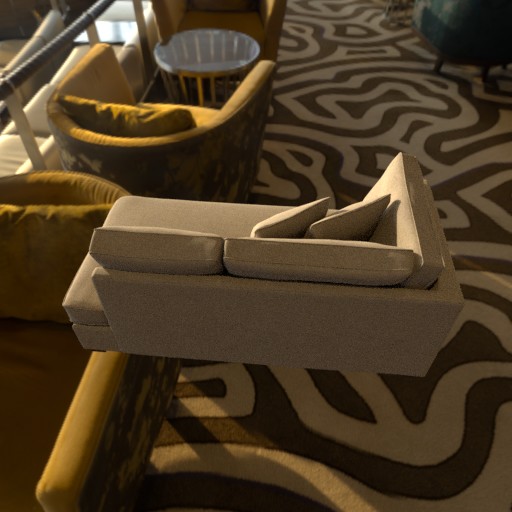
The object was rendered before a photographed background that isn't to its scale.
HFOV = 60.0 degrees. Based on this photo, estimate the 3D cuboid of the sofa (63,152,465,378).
[{"bbox_3d":[0.000,0.000,2.905,2.238,1.019,1.110,4,46,4],"label":"sofa"}]
